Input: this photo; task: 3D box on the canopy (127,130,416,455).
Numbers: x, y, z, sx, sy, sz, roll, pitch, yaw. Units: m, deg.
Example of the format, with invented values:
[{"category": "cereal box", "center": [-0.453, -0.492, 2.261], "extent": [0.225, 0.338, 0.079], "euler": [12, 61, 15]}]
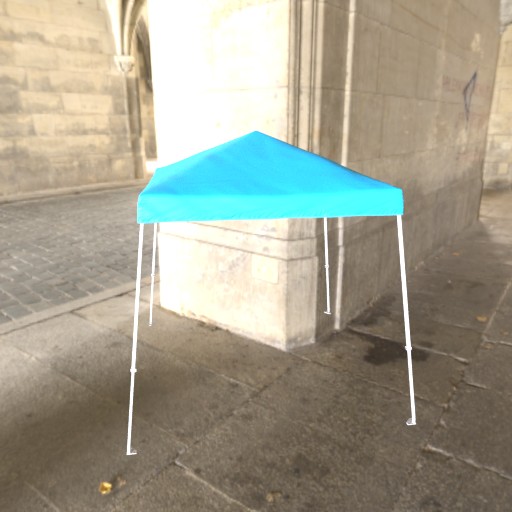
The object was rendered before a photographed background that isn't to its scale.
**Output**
[{"category": "canopy", "center": [0.000, 0.000, 5.229], "extent": [2.848, 2.849, 2.849], "euler": [-3, 17, -8]}]
